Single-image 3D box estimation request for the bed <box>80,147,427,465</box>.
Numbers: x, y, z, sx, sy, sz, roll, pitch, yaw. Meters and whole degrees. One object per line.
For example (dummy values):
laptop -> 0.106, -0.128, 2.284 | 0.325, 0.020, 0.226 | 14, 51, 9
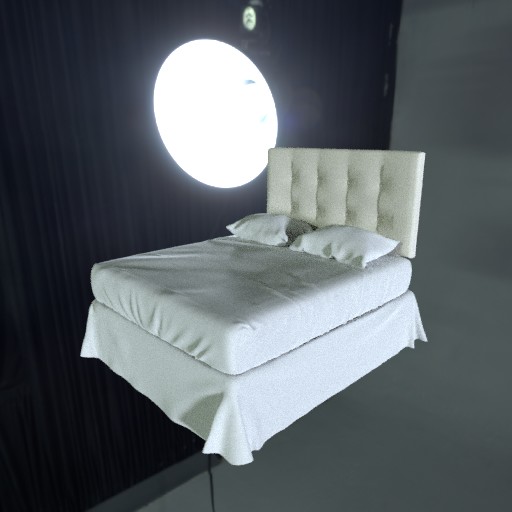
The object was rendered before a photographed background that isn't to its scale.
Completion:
bed -> 0.000, 0.000, 3.452 | 2.222, 1.577, 1.936 | -15, 21, -42
